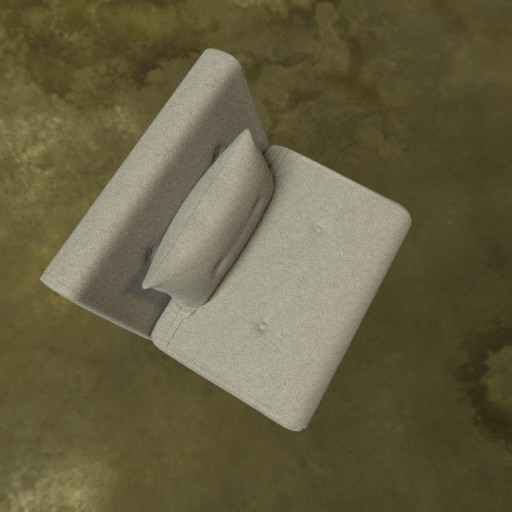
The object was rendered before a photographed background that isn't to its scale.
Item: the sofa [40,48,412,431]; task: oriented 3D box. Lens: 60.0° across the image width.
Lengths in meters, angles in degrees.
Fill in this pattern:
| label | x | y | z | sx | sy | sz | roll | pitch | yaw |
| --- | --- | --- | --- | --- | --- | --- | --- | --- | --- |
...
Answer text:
| label | x | y | z | sx | sy | sz | roll | pitch | yaw |
| --- | --- | --- | --- | --- | --- | --- | --- | --- | --- |
| sofa | 0.000 | 0.000 | 1.781 | 1.000 | 0.825 | 1.020 | 29 | 77 | 8 |
